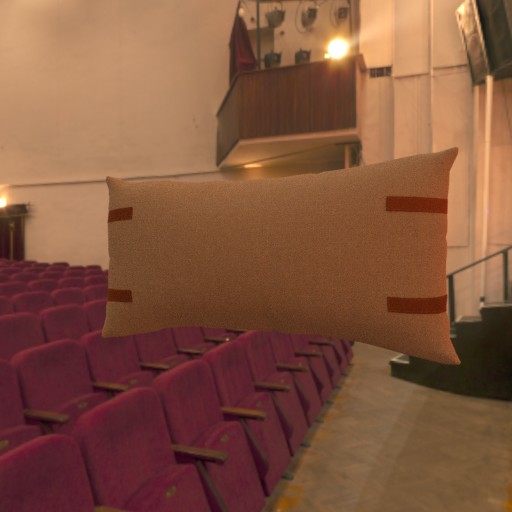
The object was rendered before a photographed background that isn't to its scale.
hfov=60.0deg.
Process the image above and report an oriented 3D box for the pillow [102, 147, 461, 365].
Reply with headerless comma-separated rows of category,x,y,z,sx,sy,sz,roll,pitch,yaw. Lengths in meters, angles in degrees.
pillow,0.000,0.000,0.726,0.612,0.308,0.148,0,0,20
